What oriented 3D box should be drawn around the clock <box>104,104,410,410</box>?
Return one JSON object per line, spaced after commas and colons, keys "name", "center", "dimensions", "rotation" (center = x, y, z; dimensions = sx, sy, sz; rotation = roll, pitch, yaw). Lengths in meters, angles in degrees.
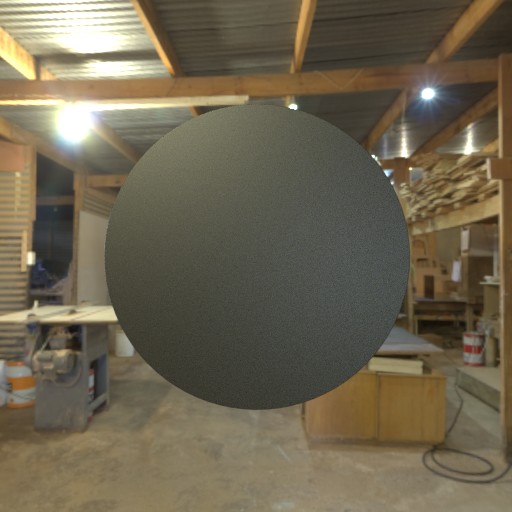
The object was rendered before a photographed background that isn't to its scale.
{"name": "clock", "center": [0.000, 0.000, 0.675], "dimensions": [0.454, 0.454, 0.038], "rotation": [0, -1, 2]}
